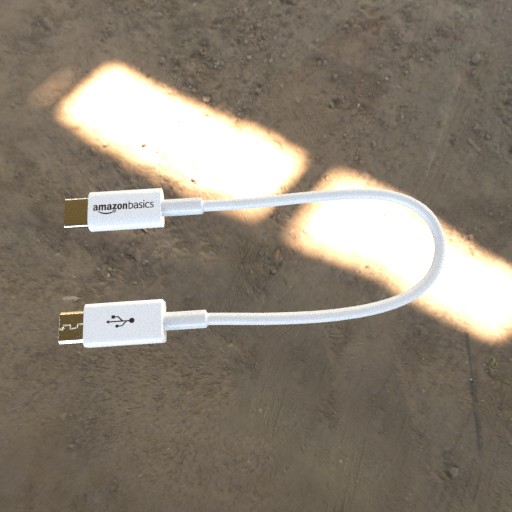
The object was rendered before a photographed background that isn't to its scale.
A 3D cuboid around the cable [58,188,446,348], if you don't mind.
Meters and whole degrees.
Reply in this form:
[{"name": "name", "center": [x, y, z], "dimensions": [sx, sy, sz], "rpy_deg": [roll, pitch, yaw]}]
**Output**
[{"name": "cable", "center": [0.000, 0.000, 0.114], "dimensions": [0.098, 0.006, 0.040], "rpy_deg": [-4, 75, -1]}]
